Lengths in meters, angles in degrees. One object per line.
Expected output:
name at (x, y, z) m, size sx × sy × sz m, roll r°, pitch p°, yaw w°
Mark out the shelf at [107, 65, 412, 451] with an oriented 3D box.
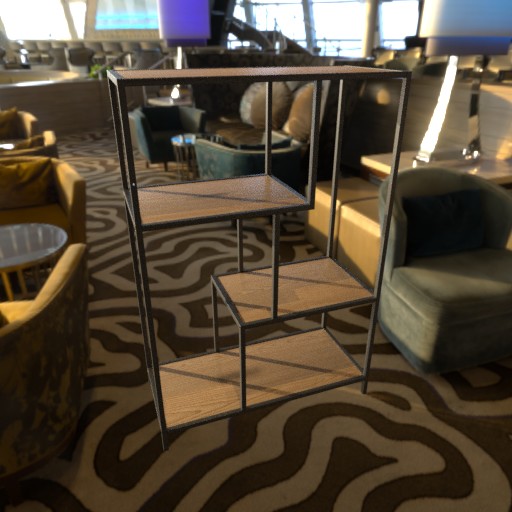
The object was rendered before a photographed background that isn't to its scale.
shelf at (0.000, 0.000, 1.472) m, size 0.770 × 1.138 × 0.350 m, roll -9°, pitch 27°, yaw -18°
